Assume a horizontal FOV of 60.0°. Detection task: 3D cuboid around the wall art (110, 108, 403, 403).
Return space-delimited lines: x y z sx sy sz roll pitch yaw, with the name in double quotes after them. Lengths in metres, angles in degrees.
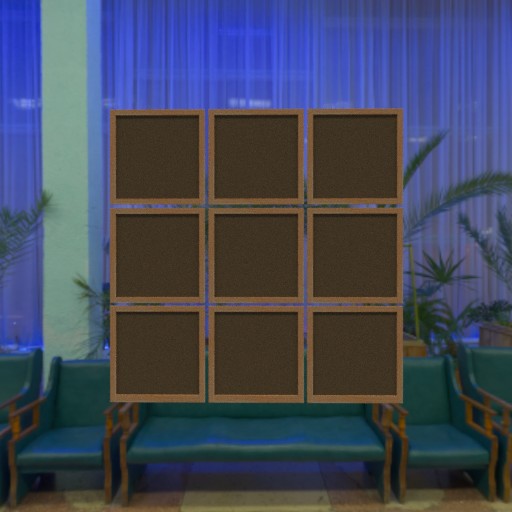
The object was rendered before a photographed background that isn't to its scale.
0.000 0.000 2.305 1.520 1.525 0.013 0 0 1 "wall art"
